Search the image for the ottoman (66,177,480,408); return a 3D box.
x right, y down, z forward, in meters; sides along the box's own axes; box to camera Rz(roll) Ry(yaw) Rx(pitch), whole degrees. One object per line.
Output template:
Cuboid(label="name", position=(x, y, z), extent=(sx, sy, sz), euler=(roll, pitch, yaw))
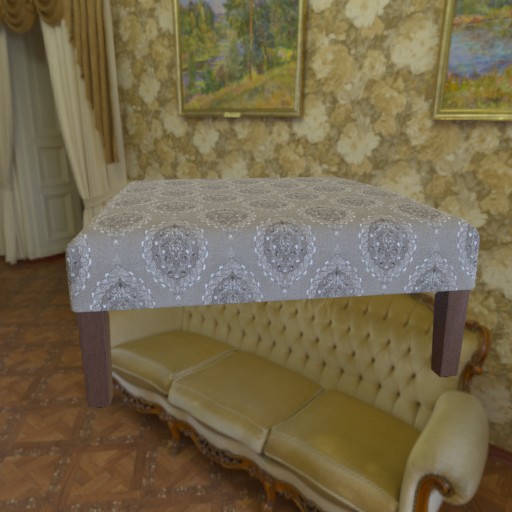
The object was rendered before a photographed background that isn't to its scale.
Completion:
Cuboid(label="ottoman", position=(0.000, 0.000, 1.379), extent=(0.889, 0.411, 0.890), euler=(-2, 17, -8))
